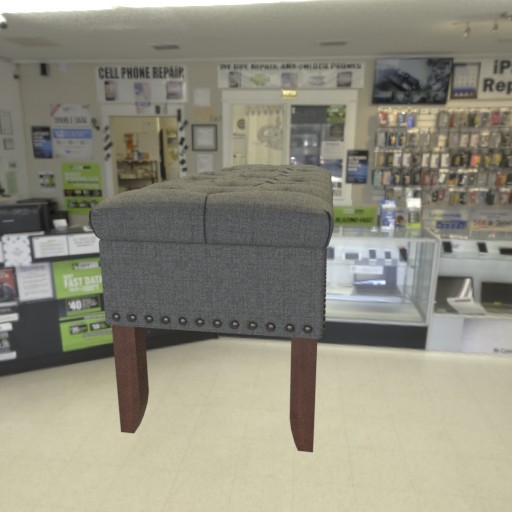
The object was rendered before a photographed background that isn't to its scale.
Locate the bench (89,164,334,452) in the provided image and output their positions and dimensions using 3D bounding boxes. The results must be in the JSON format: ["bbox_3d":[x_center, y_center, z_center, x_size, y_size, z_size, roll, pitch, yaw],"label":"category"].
[{"bbox_3d":[0.000,0.000,1.264,0.417,0.470,1.052,2,14,9],"label":"bench"}]
